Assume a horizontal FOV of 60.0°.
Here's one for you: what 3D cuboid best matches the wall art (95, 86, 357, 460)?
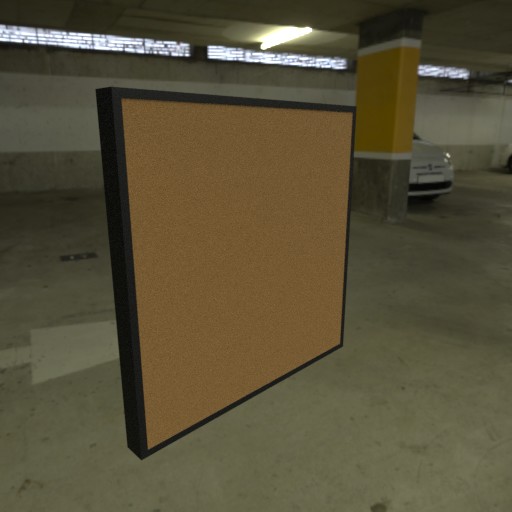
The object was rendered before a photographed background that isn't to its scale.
[{"bbox_3d":[0.000,0.000,0.762,0.509,0.509,0.040,-15,21,-43],"label":"wall art"}]
